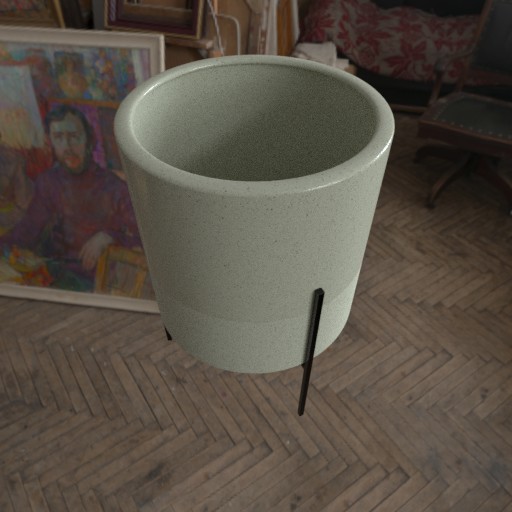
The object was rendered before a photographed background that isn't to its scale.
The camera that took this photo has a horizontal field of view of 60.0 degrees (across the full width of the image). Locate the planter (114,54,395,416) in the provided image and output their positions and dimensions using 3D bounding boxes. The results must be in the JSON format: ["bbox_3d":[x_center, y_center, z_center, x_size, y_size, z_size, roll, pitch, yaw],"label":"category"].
[{"bbox_3d":[0.000,0.000,0.671,0.314,0.475,0.323,-21,49,-19],"label":"planter"}]
